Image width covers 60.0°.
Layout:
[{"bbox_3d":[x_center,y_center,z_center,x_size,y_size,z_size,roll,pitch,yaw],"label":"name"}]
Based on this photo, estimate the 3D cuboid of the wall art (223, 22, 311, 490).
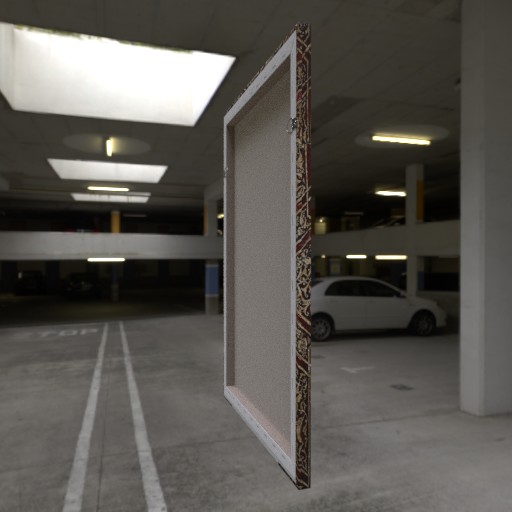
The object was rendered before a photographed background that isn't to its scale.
[{"bbox_3d":[0.000,0.000,1.144,0.030,0.904,0.599,0,0,-18],"label":"wall art"}]
